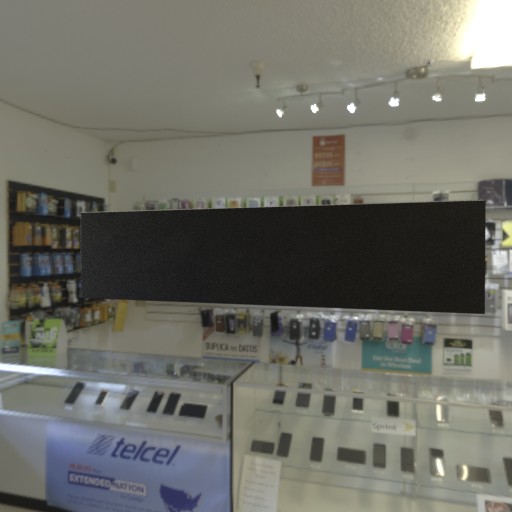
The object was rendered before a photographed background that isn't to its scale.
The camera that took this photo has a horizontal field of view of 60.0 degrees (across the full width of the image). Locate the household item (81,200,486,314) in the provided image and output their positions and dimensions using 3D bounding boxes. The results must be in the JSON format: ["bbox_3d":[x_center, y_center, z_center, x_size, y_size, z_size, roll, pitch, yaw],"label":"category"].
[{"bbox_3d":[0.000,0.000,1.080,1.001,0.236,0.030,0,1,18],"label":"household item"}]
